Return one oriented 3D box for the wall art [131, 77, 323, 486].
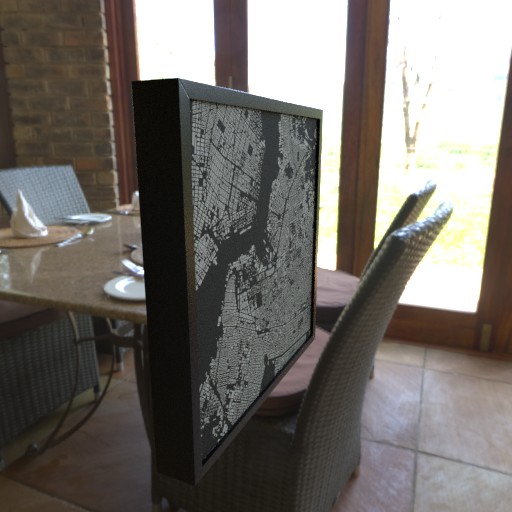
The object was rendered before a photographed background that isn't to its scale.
[{"bbox_3d":[0.000,0.000,0.448,0.037,0.299,0.299,7,16,25],"label":"wall art"}]
